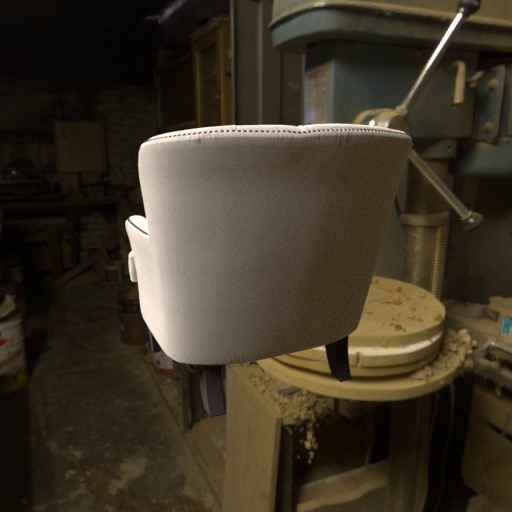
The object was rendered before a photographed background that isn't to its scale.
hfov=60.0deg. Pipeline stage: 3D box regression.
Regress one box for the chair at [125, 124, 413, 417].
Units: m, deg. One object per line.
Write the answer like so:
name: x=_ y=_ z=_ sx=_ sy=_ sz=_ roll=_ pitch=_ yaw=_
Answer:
chair: x=0.000 y=0.000 z=1.577 sx=0.848 sy=0.868 sz=0.906 roll=-7 pitch=15 yaw=-25
